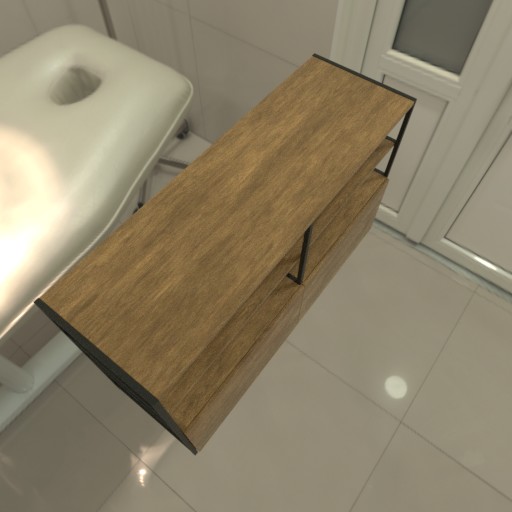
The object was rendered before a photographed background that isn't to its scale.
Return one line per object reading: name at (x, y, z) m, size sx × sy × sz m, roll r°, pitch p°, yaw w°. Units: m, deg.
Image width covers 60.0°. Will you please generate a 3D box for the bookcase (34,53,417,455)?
bookcase at (0.000, 0.000, 1.478) m, size 0.391 × 0.712 × 1.149 m, roll 33°, pitch 64°, yaw 18°
